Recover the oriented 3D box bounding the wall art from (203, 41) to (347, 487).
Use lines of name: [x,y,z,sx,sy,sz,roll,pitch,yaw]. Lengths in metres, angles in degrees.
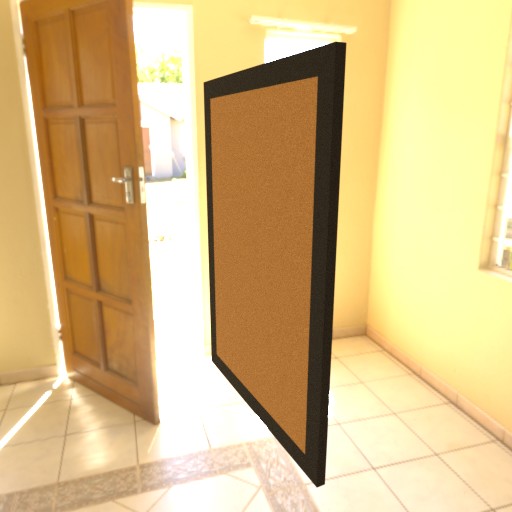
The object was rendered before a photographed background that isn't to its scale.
wall art: [0.000,0.000,0.676,0.013,0.534,0.380,-7,17,-26]
